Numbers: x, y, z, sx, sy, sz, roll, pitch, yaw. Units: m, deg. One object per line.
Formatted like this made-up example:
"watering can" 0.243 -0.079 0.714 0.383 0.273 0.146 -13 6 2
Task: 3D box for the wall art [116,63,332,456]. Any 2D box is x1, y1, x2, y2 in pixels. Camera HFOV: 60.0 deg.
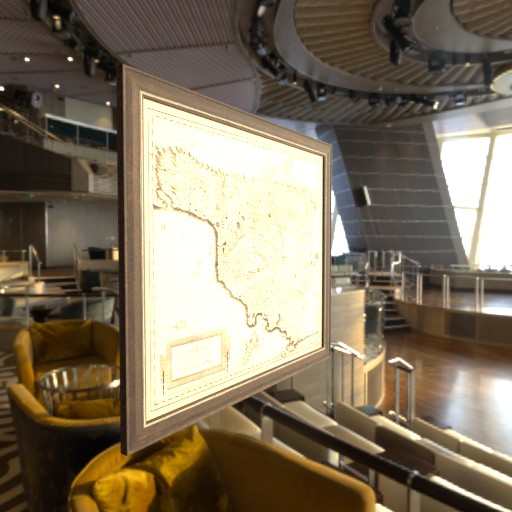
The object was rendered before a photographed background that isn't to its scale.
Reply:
"wall art" 0.000 0.000 1.413 0.023 0.875 1.033 2 3 36
